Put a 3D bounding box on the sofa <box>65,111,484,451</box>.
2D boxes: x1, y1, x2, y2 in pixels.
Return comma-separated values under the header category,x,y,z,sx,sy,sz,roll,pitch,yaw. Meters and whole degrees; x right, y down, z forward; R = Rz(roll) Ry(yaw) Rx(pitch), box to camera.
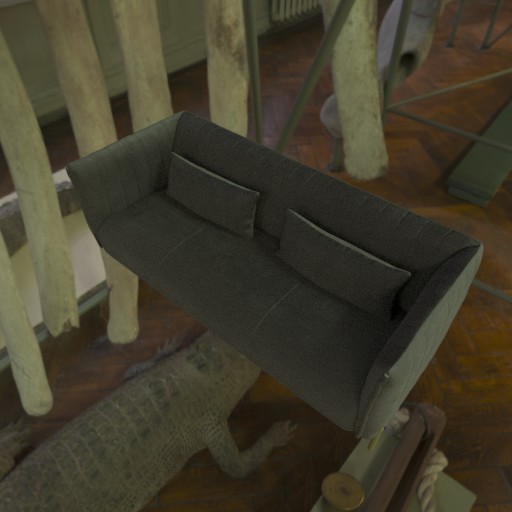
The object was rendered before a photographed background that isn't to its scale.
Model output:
category,x,y,z,sx,sy,sz,roll,pitch,yaw
sofa,0.000,0.000,2.378,1.980,0.780,0.876,31,53,27
